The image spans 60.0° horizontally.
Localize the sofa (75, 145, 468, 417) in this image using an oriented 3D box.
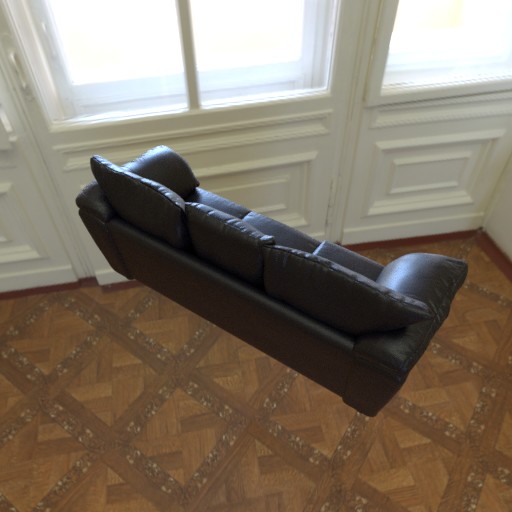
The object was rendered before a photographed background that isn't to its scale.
[{"bbox_3d":[0.000,0.000,2.844,2.336,1.073,0.880,26,52,22],"label":"sofa"}]
